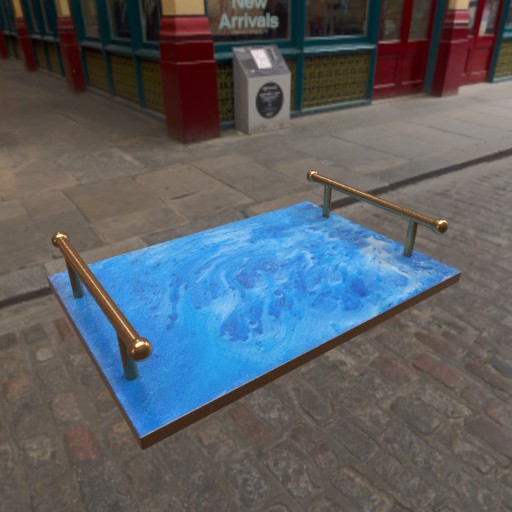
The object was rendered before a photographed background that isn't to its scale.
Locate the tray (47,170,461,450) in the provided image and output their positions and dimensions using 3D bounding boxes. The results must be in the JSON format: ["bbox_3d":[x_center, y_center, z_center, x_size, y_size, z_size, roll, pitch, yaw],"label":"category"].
[{"bbox_3d":[0.000,0.000,0.560,0.444,0.084,0.304,-19,34,-31],"label":"tray"}]
